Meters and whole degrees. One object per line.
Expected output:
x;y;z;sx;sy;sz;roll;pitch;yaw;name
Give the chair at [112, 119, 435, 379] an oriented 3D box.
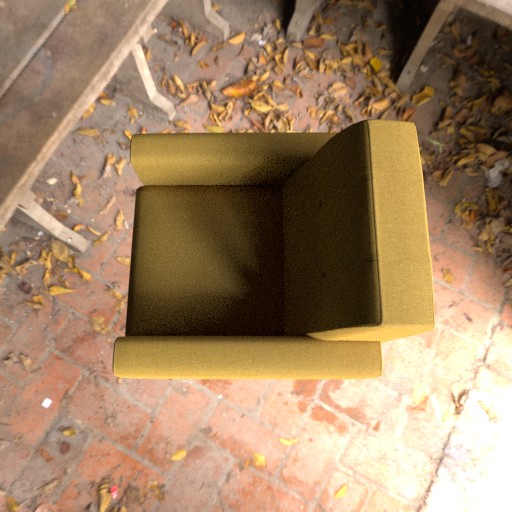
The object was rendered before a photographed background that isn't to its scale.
0.000;0.000;1.551;0.909;0.841;0.831;0;75;0;chair
